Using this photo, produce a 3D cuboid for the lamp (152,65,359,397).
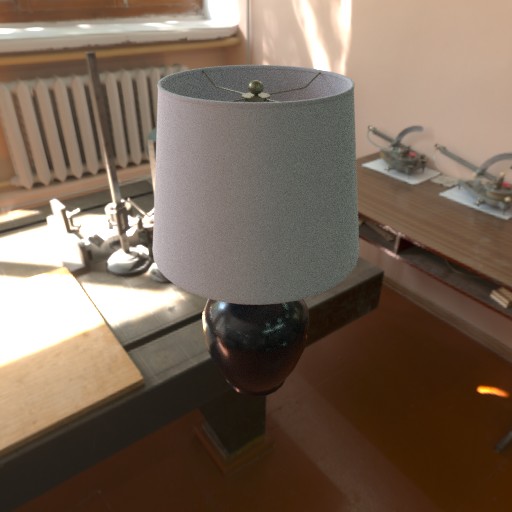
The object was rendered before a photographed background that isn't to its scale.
[{"bbox_3d":[0.000,0.000,0.534,0.239,0.399,0.239,0,32,0],"label":"lamp"}]
